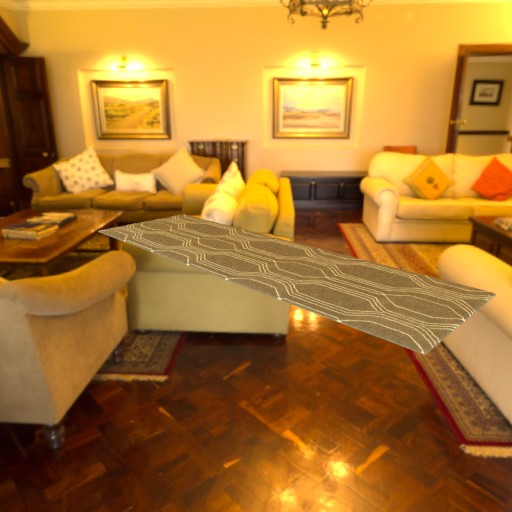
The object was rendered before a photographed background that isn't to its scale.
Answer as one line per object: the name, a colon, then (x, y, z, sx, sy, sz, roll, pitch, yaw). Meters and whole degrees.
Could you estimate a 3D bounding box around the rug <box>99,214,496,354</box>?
rug: (0.000, 0.000, 2.678, 2.464, 0.012, 0.773, 17, 24, 42)
